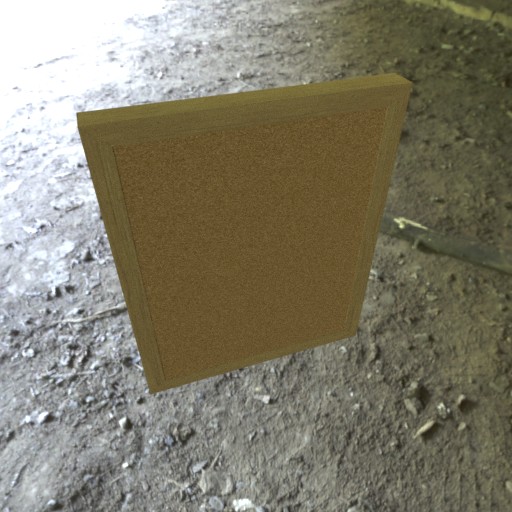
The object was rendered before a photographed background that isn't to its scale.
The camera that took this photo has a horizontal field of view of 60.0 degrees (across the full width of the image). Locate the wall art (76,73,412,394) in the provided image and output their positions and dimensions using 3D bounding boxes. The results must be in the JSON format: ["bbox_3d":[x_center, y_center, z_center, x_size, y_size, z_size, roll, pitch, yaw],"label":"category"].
[{"bbox_3d":[0.000,0.000,0.525,0.312,0.380,0.030,-13,42,-14],"label":"wall art"}]
